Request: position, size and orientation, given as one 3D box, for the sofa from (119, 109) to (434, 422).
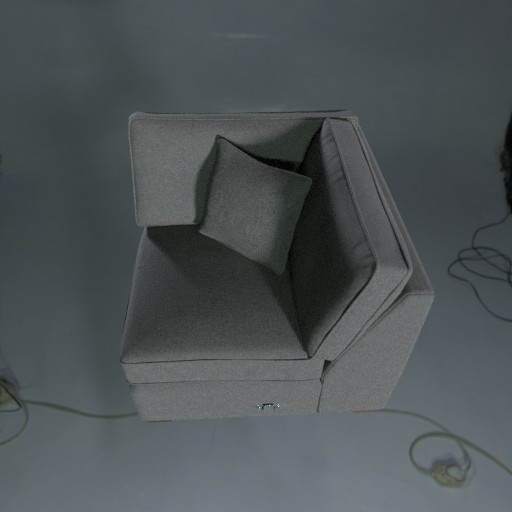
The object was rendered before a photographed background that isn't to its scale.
[{"bbox_3d":[0.000,0.000,1.961,1.084,1.002,1.146,-2,45,-2],"label":"sofa"}]
